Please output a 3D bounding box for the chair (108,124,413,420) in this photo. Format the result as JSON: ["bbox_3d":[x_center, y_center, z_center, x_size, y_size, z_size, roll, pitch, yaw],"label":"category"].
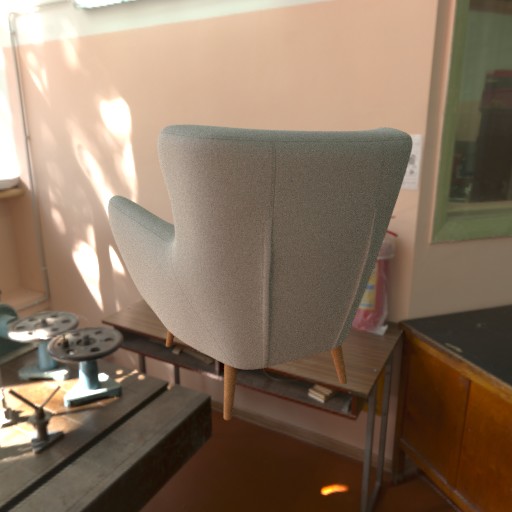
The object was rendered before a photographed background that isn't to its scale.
[{"bbox_3d":[0.000,0.000,1.600,0.890,0.889,0.889,-8,17,-27],"label":"chair"}]
